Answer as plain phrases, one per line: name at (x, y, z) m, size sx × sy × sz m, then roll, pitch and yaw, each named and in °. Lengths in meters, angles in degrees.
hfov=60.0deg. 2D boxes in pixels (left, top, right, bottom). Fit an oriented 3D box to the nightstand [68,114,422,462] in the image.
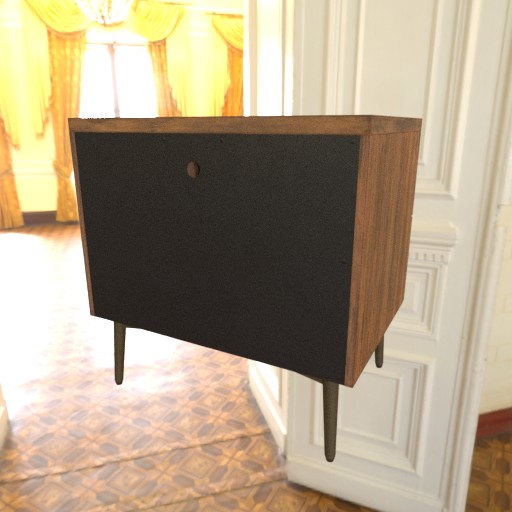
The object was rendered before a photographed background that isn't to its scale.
nightstand at (0.000, 0.000, 1.027) m, size 0.610 × 0.610 × 0.458 m, roll 9°, pitch 19°, yaw 27°
